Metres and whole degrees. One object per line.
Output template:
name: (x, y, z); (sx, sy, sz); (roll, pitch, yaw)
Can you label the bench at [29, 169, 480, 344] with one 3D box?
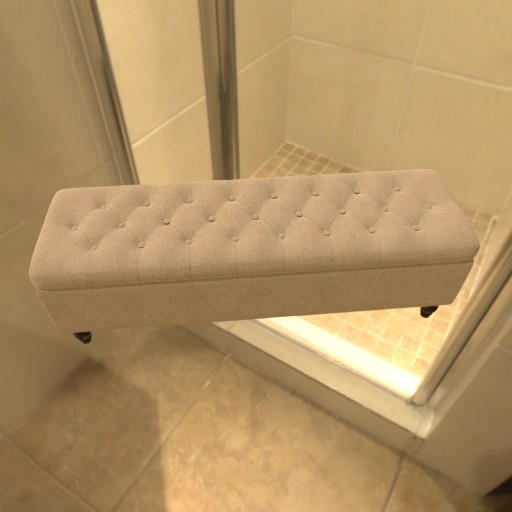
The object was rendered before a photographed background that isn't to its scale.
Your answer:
bench: (0.000, 0.000, 1.714); (1.480, 0.467, 0.455); (-4, 47, -4)
